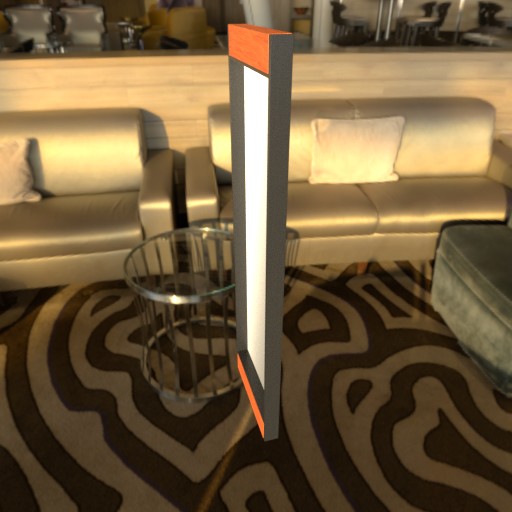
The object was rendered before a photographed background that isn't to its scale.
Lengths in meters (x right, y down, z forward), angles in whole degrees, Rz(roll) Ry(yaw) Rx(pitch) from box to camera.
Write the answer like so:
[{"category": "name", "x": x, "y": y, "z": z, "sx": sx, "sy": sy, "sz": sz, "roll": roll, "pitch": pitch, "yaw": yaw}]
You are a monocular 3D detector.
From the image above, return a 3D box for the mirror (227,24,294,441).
[{"category": "mirror", "x": 0.000, "y": 0.000, "z": 1.226, "sx": 0.047, "sy": 1.123, "sz": 0.343, "roll": -8, "pitch": 32, "yaw": -14}]
